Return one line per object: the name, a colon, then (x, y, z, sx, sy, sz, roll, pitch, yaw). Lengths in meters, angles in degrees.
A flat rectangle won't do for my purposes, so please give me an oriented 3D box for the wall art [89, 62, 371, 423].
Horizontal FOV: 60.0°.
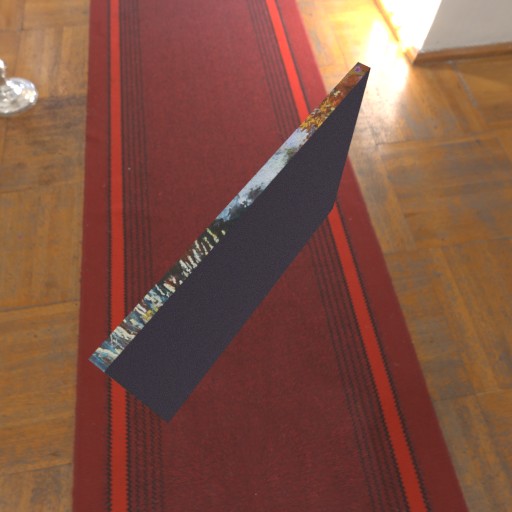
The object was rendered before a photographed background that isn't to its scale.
wall art: (0.000, 0.000, 1.175, 0.037, 0.604, 0.908, 32, 66, 16)
